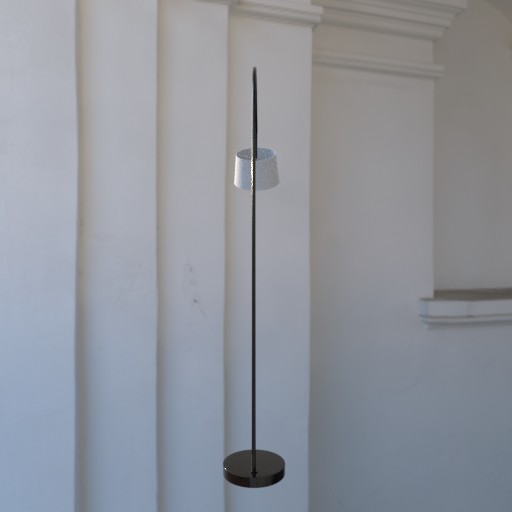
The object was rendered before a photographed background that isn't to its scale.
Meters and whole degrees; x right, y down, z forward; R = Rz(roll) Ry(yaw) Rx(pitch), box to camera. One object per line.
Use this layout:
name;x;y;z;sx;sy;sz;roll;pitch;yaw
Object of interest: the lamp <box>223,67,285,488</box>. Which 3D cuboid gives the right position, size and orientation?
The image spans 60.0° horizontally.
lamp;0.000;0.000;2.687;0.331;2.104;1.363;0;-1;1
